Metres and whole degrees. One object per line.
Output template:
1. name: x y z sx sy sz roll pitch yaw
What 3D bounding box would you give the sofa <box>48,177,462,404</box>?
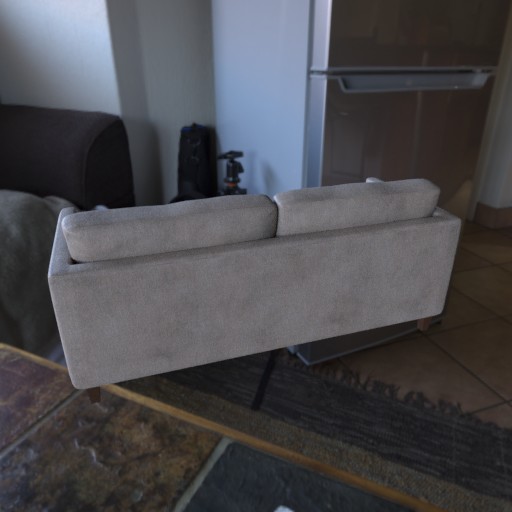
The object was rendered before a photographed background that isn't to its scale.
1. sofa: 0.000 0.000 2.714 2.208 0.965 0.951 -8 27 -17
